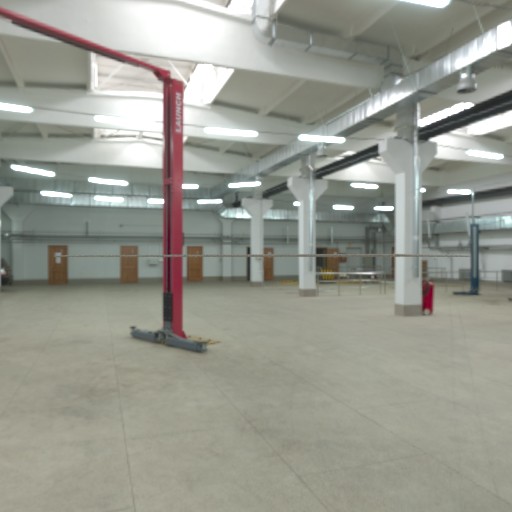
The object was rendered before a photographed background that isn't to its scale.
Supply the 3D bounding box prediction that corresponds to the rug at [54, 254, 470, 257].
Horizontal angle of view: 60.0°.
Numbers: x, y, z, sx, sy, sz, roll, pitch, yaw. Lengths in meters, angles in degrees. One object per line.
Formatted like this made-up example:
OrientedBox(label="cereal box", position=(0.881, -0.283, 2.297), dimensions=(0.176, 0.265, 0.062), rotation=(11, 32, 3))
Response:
OrientedBox(label="rug", position=(0.000, 0.000, 3.046), dimensions=(2.438, 0.011, 1.524), rotation=(0, 0, 35))
